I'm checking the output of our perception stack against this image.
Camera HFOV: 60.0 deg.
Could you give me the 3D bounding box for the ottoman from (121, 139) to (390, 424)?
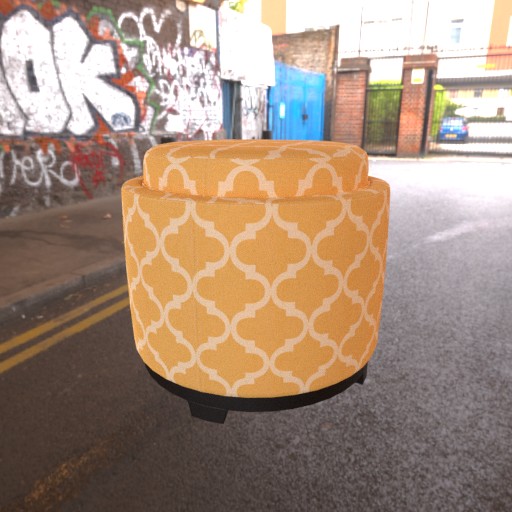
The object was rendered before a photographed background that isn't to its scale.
[{"bbox_3d":[0.000,0.000,0.851,0.480,0.429,0.480,0,17,0],"label":"ottoman"}]
